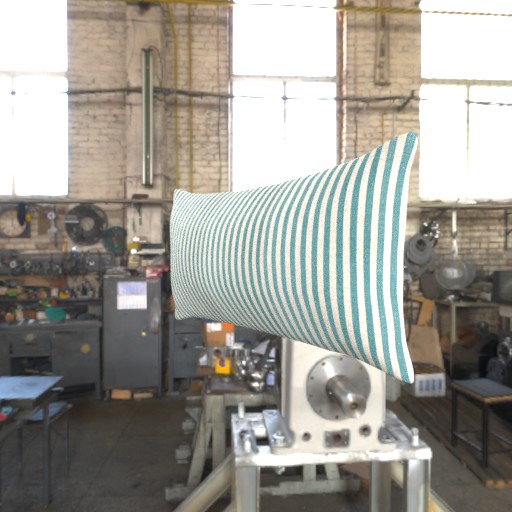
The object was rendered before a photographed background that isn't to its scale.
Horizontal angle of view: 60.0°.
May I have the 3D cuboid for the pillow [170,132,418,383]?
[{"bbox_3d":[0.000,0.000,0.758,0.151,0.295,0.617,-1,1,-37],"label":"pillow"}]
